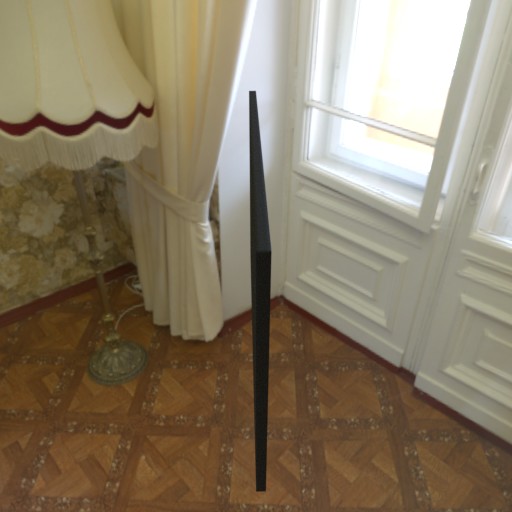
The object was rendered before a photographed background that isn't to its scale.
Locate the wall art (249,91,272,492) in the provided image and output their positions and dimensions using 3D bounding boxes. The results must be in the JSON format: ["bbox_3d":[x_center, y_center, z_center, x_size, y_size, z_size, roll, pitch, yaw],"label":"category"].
[{"bbox_3d":[0.000,0.000,1.237,0.049,0.659,0.964,0,34,0],"label":"wall art"}]
